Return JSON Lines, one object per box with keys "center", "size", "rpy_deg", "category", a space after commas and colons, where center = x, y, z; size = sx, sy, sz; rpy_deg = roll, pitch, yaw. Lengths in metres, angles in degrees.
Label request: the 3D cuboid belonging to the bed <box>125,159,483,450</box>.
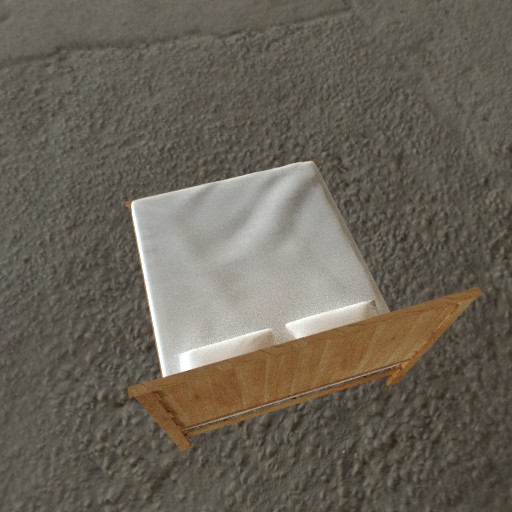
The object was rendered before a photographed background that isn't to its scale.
{"center": [0.000, 0.000, 3.556], "size": [1.936, 1.686, 2.201], "rpy_deg": [-14, 59, -9], "category": "bed"}
